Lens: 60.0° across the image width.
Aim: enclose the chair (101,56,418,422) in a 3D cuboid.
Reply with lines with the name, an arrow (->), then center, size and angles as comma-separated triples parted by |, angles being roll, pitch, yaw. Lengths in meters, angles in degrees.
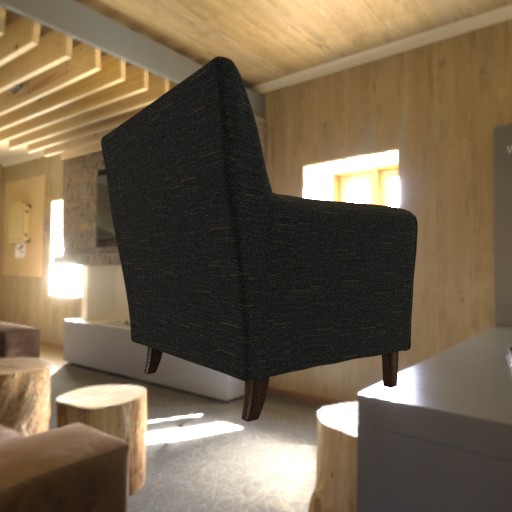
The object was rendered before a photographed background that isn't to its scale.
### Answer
chair -> 0.000, 0.000, 1.630 | 0.873, 0.928, 0.864 | 1, -2, -37
